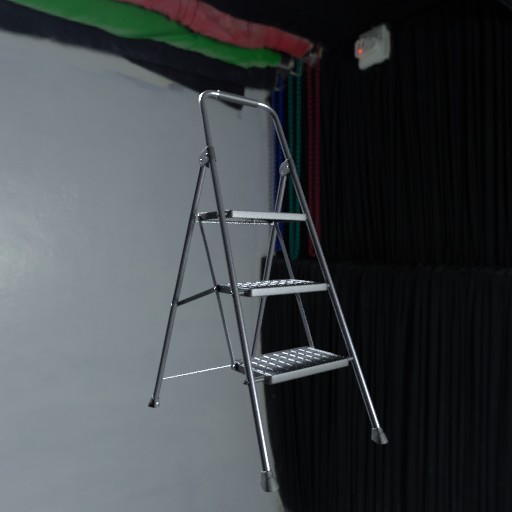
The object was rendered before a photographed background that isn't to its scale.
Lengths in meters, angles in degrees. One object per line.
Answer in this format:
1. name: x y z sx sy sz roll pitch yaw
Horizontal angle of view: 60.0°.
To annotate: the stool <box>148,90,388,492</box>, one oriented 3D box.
1. stool: 0.000 0.000 1.484 0.473 1.121 0.733 -1 2 -37
